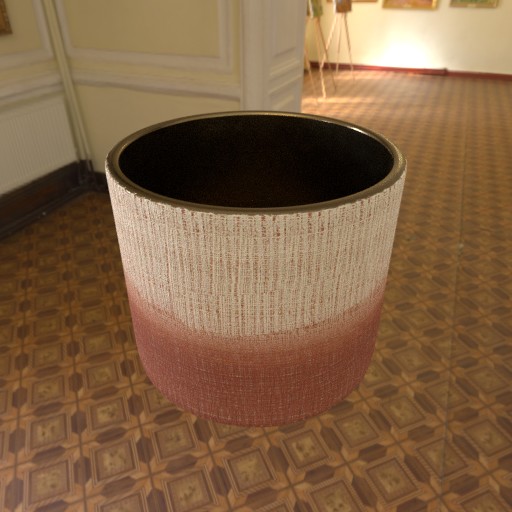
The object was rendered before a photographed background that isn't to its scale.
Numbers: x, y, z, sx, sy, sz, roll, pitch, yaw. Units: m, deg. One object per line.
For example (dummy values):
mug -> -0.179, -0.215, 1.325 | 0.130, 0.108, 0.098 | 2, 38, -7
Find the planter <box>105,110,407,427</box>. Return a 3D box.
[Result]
planter -> 0.000, 0.000, 0.438 | 0.254, 0.221, 0.254 | 0, 33, 0
